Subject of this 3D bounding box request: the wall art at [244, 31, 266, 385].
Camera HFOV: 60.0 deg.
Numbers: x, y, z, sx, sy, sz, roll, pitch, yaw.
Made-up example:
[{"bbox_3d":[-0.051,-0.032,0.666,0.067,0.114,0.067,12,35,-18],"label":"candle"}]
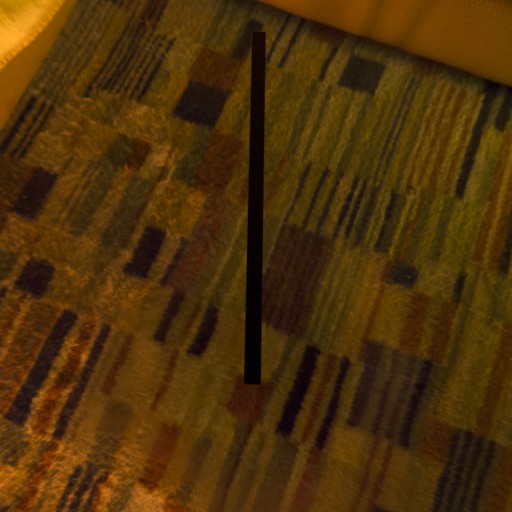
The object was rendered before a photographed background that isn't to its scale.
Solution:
[{"bbox_3d":[0.000,0.000,0.568,0.013,0.432,0.304,1,76,0],"label":"wall art"}]
